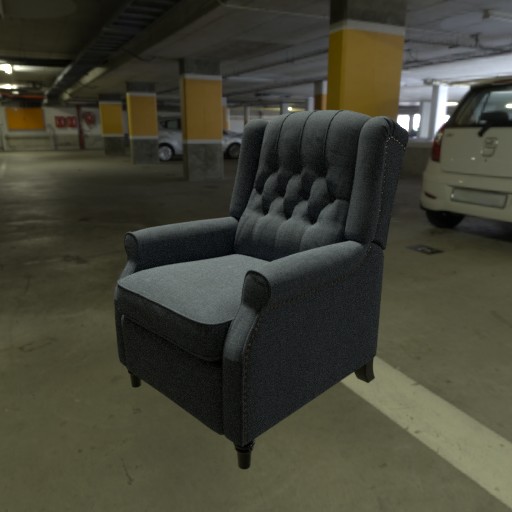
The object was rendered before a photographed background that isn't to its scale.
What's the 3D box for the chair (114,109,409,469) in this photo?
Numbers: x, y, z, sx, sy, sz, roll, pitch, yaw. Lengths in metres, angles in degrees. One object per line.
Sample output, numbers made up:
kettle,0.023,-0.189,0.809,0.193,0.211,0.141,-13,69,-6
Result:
chair,0.000,0.000,1.623,0.742,1.035,0.898,15,22,43
